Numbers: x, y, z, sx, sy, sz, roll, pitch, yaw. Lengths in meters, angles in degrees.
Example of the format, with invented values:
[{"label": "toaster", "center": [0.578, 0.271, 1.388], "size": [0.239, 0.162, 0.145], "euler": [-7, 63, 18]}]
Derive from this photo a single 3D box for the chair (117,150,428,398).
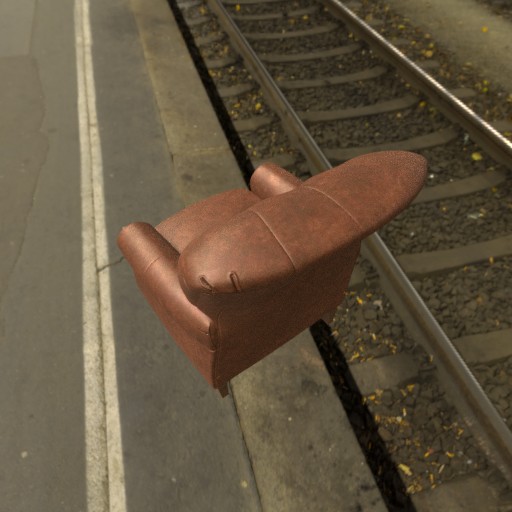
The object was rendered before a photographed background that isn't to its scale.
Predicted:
[{"label": "chair", "center": [0.000, 0.000, 1.964], "size": [0.979, 1.162, 1.031], "euler": [-29, 54, -24]}]
